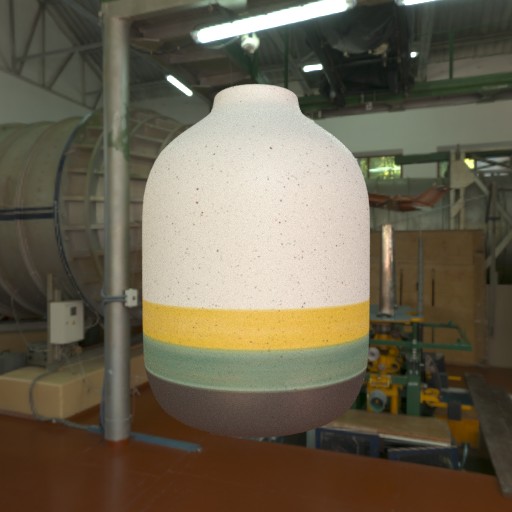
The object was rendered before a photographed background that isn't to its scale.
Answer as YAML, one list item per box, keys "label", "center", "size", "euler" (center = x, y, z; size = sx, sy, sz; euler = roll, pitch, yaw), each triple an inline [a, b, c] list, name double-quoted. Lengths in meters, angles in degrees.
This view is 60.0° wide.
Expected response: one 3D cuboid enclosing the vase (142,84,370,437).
- label: "vase"
  center: [0.000, 0.000, 0.341]
  size: [0.169, 0.240, 0.169]
  euler: [0, 1, 0]
